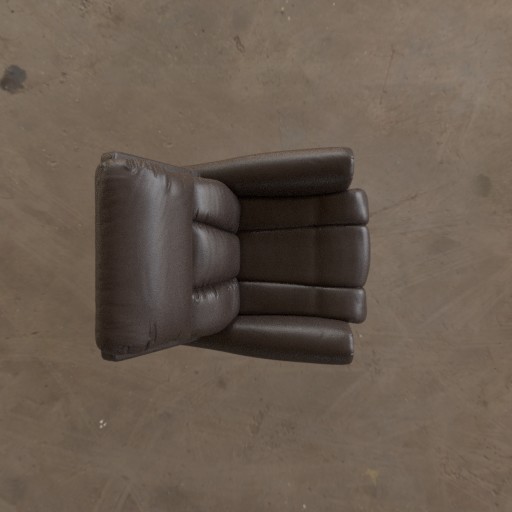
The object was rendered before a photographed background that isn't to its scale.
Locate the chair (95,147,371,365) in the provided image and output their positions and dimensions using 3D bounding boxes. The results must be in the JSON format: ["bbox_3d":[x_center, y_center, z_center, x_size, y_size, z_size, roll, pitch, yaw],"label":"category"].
[{"bbox_3d":[0.000,0.000,1.786,0.978,1.028,0.869,0,90,1],"label":"chair"}]
